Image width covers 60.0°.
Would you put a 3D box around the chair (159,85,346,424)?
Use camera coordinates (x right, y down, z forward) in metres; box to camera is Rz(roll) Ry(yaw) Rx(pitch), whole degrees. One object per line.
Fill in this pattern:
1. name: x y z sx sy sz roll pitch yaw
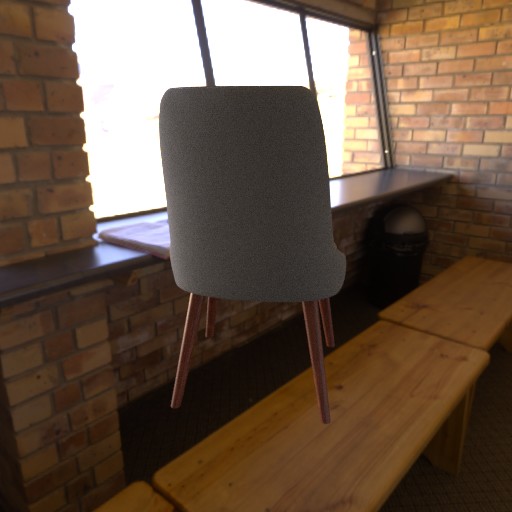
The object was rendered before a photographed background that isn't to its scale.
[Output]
1. chair: 0.000 0.000 1.334 0.535 0.918 0.707 3 17 9
